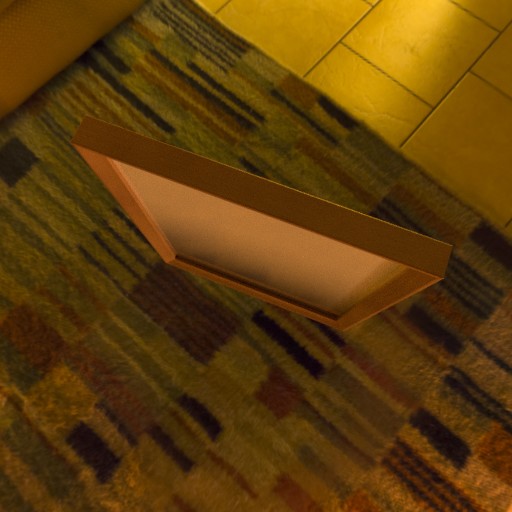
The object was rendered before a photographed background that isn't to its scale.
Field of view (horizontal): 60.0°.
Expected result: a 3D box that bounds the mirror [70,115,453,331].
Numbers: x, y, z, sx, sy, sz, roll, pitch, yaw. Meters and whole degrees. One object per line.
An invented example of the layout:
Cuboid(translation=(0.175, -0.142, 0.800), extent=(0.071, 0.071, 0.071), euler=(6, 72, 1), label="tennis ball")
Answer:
Cuboid(translation=(0.000, 0.000, 0.698), extent=(0.406, 0.509, 0.041), euler=(21, 76, 5), label="mirror")
